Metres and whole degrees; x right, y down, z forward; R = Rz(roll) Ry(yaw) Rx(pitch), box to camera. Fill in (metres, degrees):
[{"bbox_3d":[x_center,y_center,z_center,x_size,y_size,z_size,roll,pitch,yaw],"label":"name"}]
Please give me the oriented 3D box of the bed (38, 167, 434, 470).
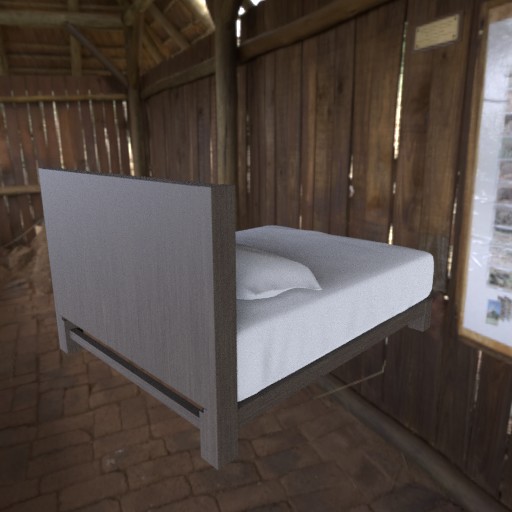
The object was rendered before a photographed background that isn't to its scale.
[{"bbox_3d":[0.000,0.000,3.200,1.727,1.270,2.242,14,20,43],"label":"bed"}]
